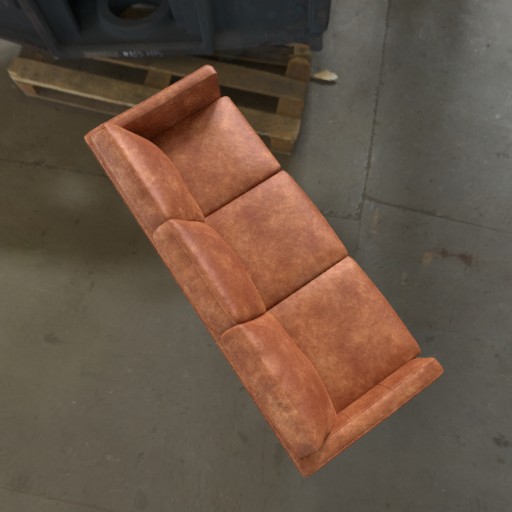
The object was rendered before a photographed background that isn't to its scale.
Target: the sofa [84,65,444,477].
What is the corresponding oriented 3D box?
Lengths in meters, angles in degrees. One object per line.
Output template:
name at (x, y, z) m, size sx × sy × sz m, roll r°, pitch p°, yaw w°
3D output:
sofa at (0.000, 0.000, 2.965) m, size 1.045 × 1.006 × 2.464 m, roll -33°, pitch 78°, yaw -8°
